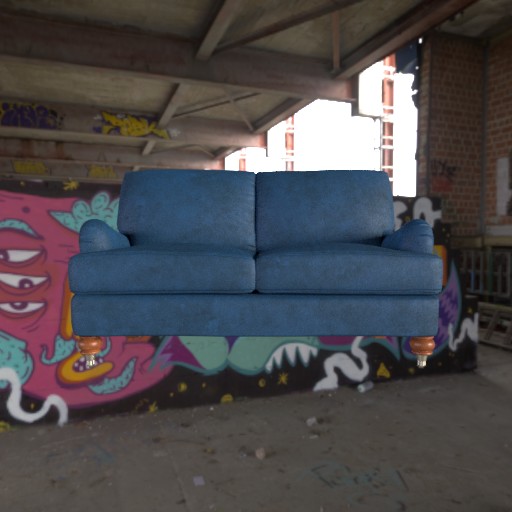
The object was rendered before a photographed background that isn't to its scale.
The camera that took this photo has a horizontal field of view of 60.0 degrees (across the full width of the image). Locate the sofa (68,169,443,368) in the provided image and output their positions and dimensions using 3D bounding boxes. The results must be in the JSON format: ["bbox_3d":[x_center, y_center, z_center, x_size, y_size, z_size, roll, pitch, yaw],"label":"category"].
[{"bbox_3d":[0.000,0.000,2.616,1.853,1.101,1.084,0,2,0],"label":"sofa"}]
